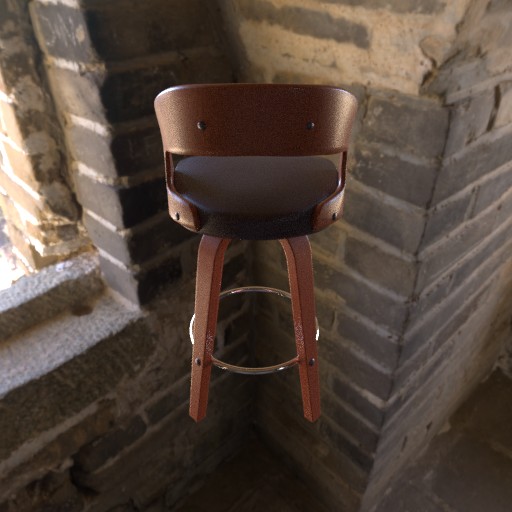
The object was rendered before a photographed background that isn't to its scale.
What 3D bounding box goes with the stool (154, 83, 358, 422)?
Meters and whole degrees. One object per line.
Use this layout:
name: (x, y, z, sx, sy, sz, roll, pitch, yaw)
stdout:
stool: (0.000, 0.000, 1.168, 0.457, 0.940, 0.457, 0, 31, 0)
